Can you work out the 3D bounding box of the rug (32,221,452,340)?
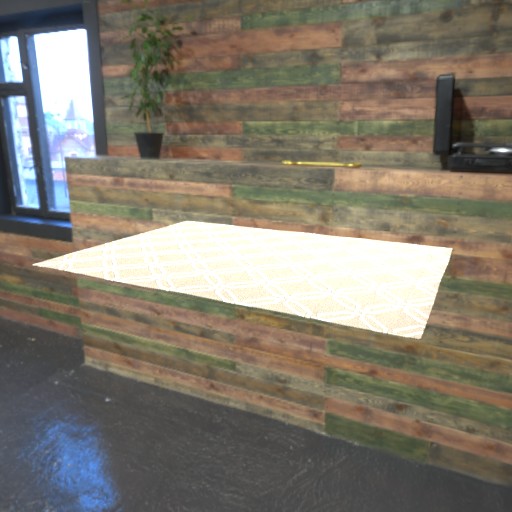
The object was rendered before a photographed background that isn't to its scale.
[{"bbox_3d":[0.000,0.000,2.725,2.135,0.013,1.524,8,17,26],"label":"rug"}]
